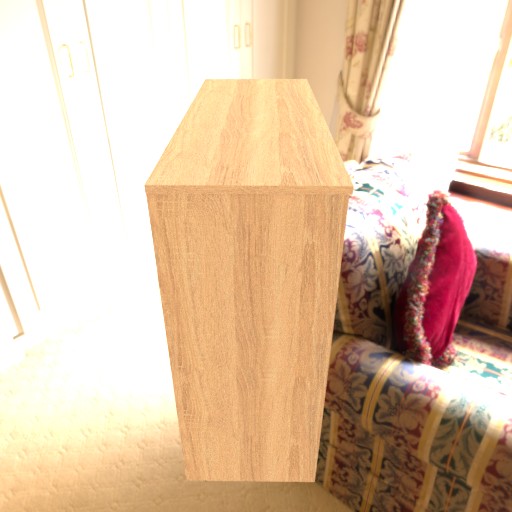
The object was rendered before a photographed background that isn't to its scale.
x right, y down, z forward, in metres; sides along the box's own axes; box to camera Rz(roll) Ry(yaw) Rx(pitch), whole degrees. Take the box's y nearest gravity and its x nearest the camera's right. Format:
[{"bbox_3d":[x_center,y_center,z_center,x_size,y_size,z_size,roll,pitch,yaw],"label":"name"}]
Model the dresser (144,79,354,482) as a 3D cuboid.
[{"bbox_3d":[0.000,0.000,1.427,0.380,0.900,0.980,0,32,1],"label":"dresser"}]
